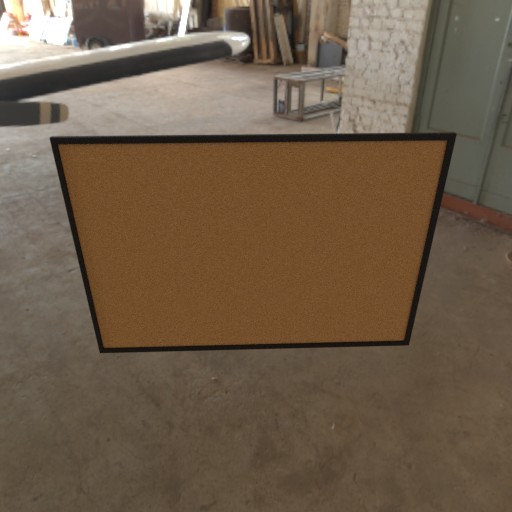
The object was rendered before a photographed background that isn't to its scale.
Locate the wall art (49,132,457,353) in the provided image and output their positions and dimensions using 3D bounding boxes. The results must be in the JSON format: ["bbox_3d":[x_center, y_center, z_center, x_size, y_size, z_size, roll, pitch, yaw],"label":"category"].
[{"bbox_3d":[0.000,0.000,1.220,0.963,0.665,0.013,-1,30,-2],"label":"wall art"}]
